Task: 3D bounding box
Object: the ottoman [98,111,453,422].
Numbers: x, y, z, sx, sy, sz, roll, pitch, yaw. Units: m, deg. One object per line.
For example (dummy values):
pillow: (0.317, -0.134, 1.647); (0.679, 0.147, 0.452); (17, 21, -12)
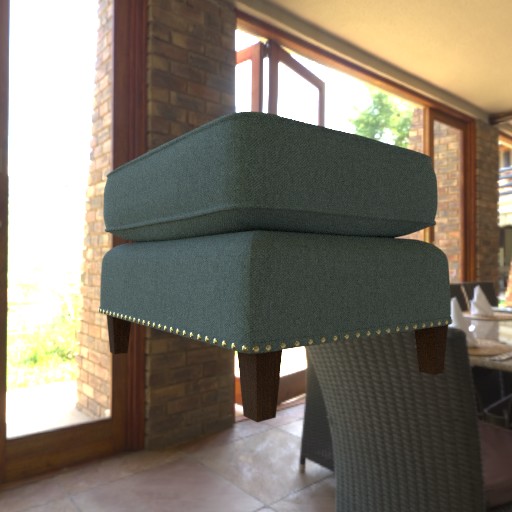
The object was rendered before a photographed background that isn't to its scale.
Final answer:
ottoman: (0.000, 0.000, 1.127); (0.589, 0.537, 0.738); (1, -1, -37)
